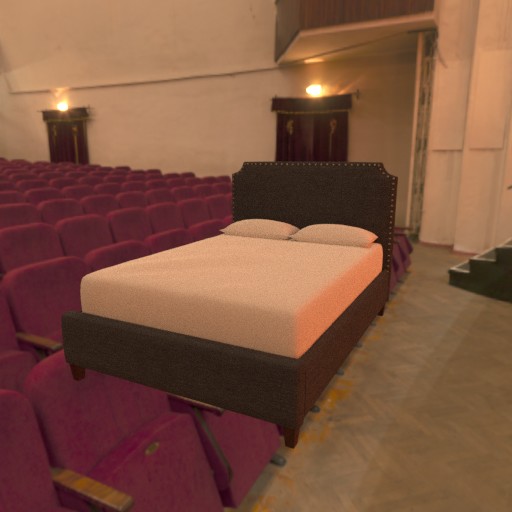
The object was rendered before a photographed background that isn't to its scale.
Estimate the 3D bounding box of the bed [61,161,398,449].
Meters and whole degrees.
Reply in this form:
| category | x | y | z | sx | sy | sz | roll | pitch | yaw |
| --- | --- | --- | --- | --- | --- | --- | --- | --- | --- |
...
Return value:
| category | x | y | z | sx | sy | sz | roll | pitch | yaw |
| --- | --- | --- | --- | --- | --- | --- | --- | --- | --- |
| bed | 0.000 | 0.000 | 3.511 | 1.713 | 1.443 | 2.372 | 6 | 14 | 26 |
